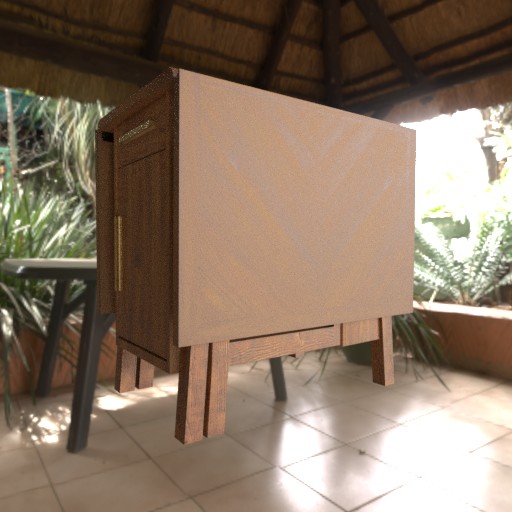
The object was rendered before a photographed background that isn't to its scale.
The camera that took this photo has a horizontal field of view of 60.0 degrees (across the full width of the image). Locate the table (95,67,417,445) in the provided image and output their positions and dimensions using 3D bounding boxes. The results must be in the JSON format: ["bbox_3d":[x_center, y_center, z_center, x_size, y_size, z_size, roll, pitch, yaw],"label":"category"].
[{"bbox_3d":[0.000,0.000,1.653,0.967,0.981,0.701,-1,2,-36],"label":"table"}]
